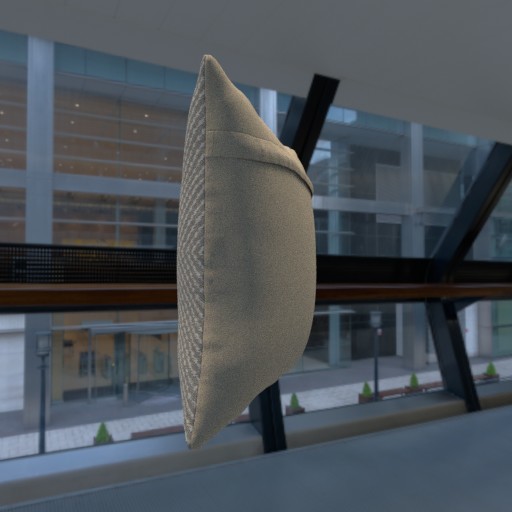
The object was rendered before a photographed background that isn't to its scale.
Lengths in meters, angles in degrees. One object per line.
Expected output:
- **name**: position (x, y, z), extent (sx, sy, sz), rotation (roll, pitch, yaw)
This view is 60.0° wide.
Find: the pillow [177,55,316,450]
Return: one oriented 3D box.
- **pillow**: position (0.000, 0.000, 0.722), extent (0.181, 0.458, 0.459), rotation (0, -2, 17)
